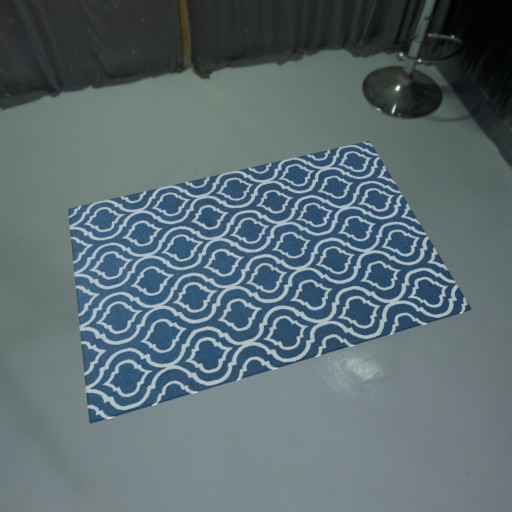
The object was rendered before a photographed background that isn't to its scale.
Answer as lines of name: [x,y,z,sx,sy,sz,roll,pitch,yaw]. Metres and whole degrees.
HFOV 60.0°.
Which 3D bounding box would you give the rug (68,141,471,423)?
rug: [0.000,0.000,2.214,1.753,0.010,1.143,-14,60,-9]
